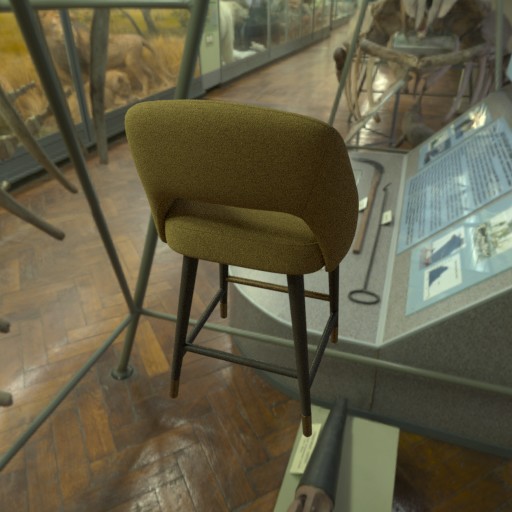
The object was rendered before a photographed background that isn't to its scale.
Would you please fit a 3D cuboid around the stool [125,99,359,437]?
[{"bbox_3d":[0.000,0.000,1.254,0.536,0.939,0.522,10,32,16],"label":"stool"}]
